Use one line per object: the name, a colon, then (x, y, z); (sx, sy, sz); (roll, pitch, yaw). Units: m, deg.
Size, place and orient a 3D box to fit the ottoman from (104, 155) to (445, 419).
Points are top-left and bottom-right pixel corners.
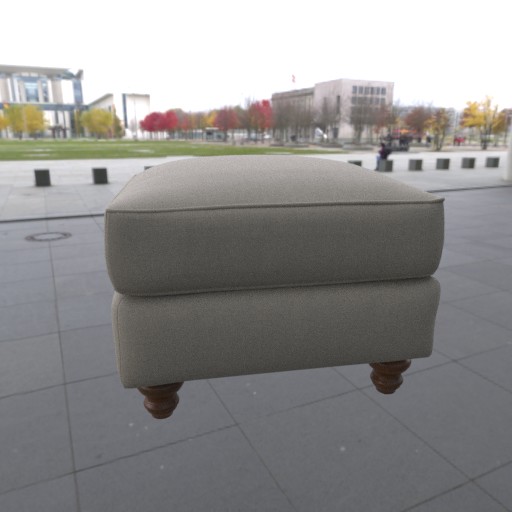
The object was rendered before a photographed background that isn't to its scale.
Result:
ottoman: (0.000, 0.000, 1.143); (0.662, 0.505, 0.716); (-3, 16, -10)
